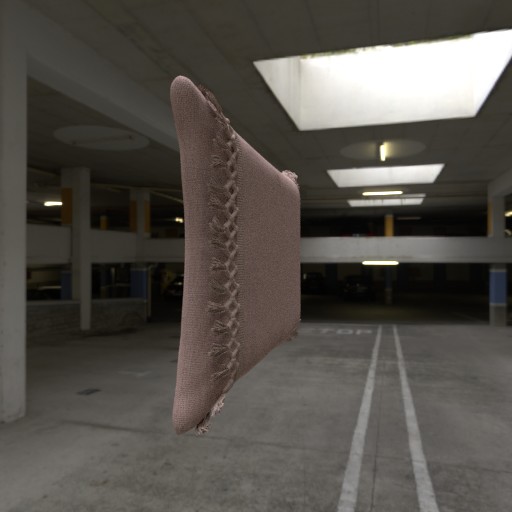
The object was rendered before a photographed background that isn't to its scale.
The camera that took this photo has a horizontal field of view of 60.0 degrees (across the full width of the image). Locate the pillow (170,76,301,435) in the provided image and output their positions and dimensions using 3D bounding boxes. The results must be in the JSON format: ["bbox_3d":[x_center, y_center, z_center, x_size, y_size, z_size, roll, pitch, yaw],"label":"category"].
[{"bbox_3d":[0.000,0.000,0.585,0.084,0.305,0.466,0,0,16],"label":"pillow"}]
